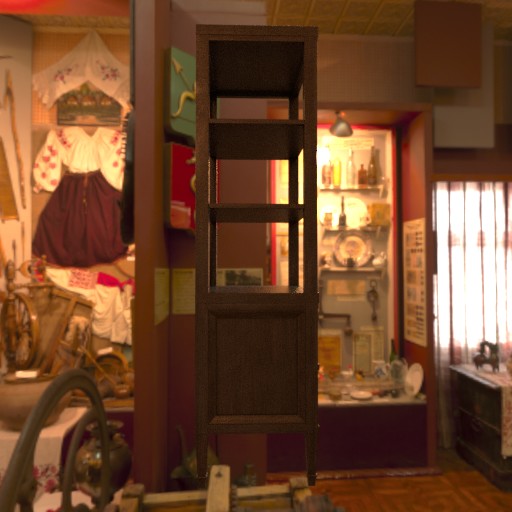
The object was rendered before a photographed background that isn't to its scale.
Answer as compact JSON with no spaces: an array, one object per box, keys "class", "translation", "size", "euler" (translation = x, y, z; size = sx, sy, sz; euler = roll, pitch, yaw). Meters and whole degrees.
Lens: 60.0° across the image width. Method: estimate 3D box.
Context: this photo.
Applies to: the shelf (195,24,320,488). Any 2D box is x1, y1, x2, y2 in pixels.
[{"class":"shelf","translation":[0.000,0.000,1.945],"size":[0.472,1.727,0.584],"euler":[0,-1,-2]}]
